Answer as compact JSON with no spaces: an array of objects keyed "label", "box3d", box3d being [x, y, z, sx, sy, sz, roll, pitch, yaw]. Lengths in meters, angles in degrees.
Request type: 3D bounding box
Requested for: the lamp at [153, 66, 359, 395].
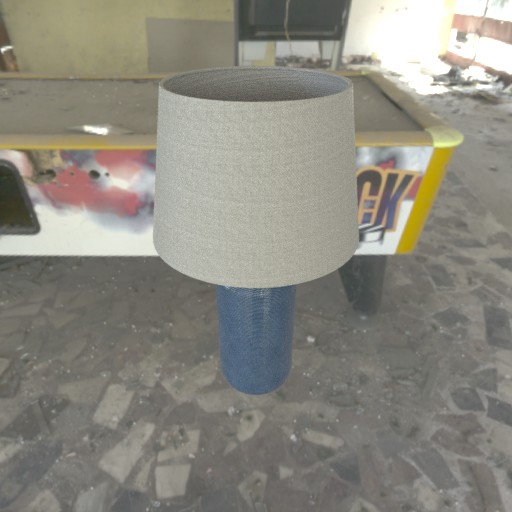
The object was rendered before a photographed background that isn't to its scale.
[{"label":"lamp","box3d":[0.000,0.000,0.574,0.253,0.428,0.253,0,31,0]}]
